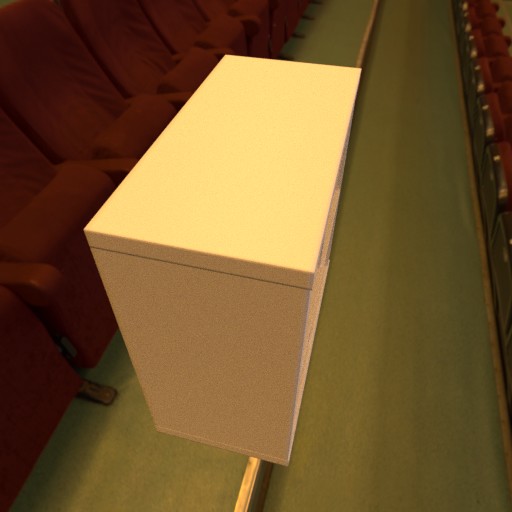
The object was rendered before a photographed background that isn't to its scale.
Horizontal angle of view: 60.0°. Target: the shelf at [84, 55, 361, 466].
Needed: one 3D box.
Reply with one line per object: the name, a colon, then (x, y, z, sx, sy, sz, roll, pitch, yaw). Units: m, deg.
shelf: (0.000, 0.000, 1.255, 0.390, 0.786, 0.790, 10, 46, 10)
